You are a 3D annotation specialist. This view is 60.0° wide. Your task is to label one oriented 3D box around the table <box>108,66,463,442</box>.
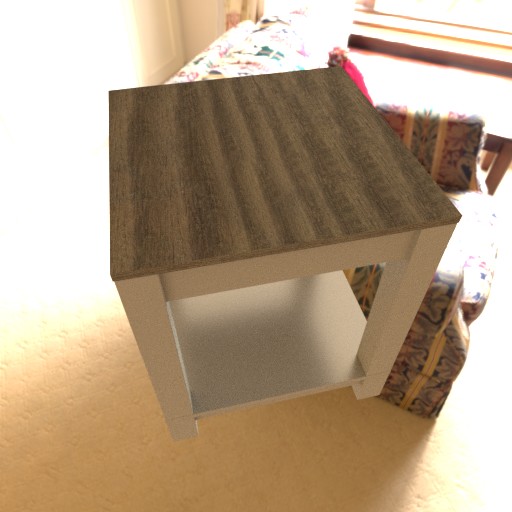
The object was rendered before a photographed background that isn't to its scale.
[{"bbox_3d":[0.000,0.000,0.993,0.504,0.587,0.506,-10,48,-9],"label":"table"}]
